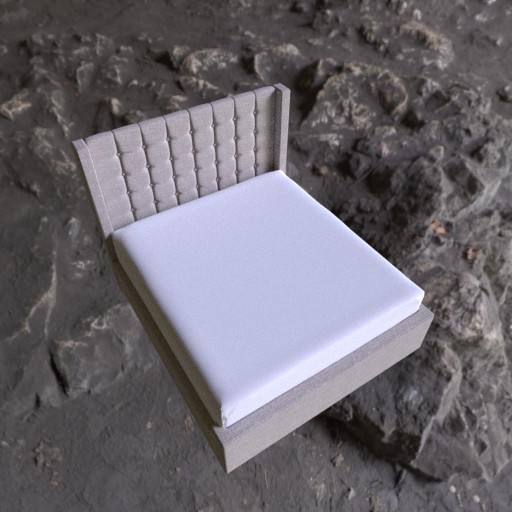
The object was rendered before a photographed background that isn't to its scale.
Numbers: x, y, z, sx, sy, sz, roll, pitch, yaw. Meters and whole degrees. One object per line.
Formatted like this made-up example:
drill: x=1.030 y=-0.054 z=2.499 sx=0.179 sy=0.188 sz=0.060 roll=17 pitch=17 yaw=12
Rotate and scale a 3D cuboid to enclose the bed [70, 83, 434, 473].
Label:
bed: x=0.000 y=0.000 z=3.845 sx=2.044 sy=1.748 sz=2.372 roll=-24 pitch=50 yaw=-23
